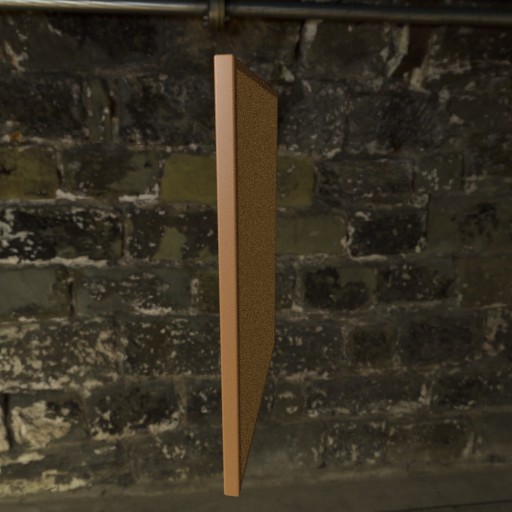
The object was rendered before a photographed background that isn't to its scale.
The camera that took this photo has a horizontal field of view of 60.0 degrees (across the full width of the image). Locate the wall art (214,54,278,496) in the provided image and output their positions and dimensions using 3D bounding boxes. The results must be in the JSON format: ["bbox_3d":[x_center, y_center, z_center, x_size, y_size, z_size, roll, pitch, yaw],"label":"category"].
[{"bbox_3d":[0.000,0.000,0.739,0.021,0.550,0.449,2,16,8],"label":"wall art"}]
